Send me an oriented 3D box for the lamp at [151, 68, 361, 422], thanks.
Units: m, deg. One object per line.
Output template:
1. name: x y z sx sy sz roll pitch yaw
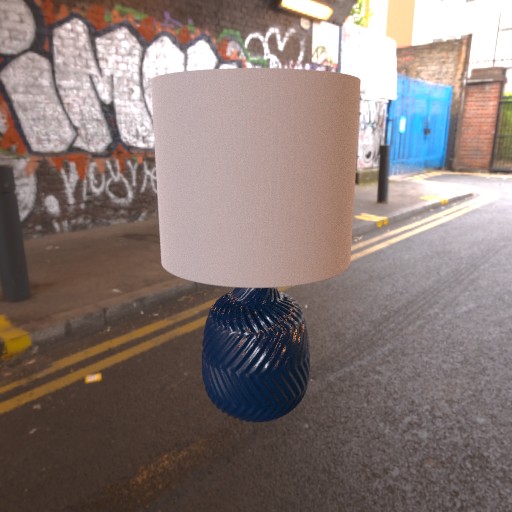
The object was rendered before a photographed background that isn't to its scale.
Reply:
1. lamp: 0.000 0.000 0.486 0.203 0.368 0.203 -3 15 -9
